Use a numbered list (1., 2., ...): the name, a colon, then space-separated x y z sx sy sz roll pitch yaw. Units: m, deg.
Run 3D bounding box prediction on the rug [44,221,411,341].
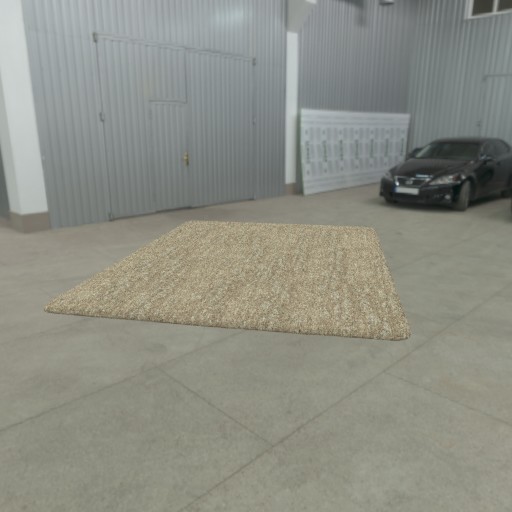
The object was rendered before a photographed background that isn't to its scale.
1. rug: 0.000 0.000 3.893 2.242 0.050 2.873 3 16 10
